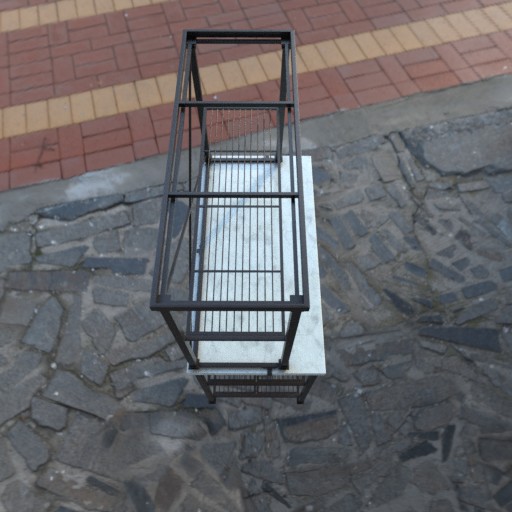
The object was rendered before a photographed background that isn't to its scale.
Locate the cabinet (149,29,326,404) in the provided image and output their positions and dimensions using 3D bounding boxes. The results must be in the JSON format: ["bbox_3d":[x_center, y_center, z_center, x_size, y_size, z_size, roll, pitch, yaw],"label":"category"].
[{"bbox_3d":[0.000,0.000,2.243,0.610,1.659,1.210,0,63,0],"label":"cabinet"}]
